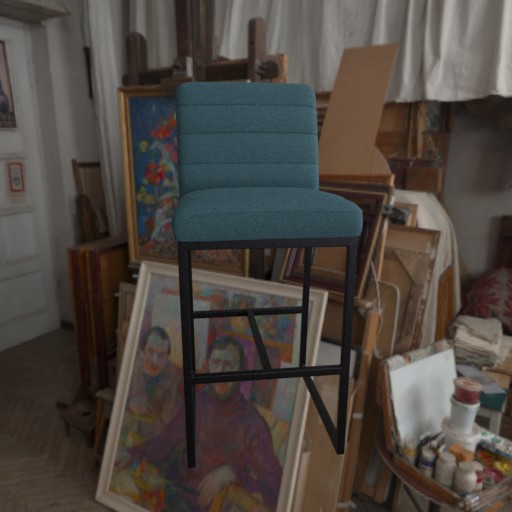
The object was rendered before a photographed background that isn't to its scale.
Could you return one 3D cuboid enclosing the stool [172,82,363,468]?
[{"bbox_3d":[0.000,0.000,1.338,0.460,1.040,0.560,-2,15,-7],"label":"stool"}]
